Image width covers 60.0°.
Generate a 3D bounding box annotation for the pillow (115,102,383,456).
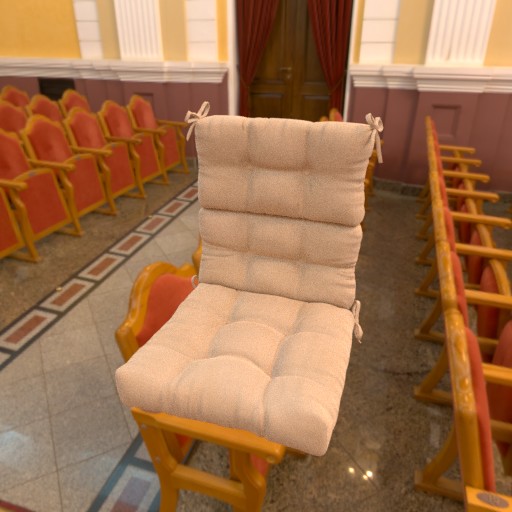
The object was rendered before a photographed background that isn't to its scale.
[{"bbox_3d":[0.000,0.000,1.038,0.519,0.605,0.571,8,28,16],"label":"pillow"}]
